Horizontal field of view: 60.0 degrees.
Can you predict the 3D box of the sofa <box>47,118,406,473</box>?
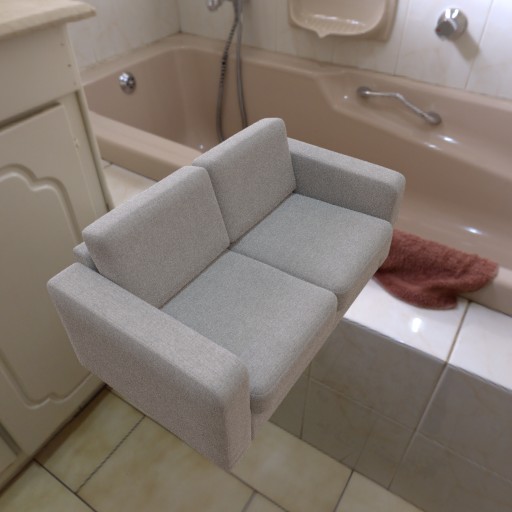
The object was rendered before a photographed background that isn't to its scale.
[{"bbox_3d":[0.000,0.000,2.059,0.900,0.800,1.540,25,47,26],"label":"sofa"}]
